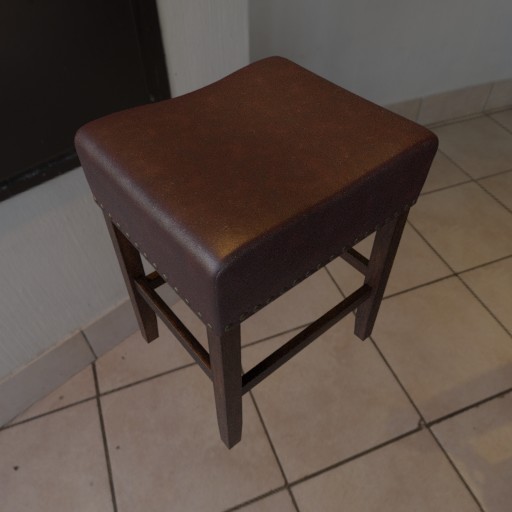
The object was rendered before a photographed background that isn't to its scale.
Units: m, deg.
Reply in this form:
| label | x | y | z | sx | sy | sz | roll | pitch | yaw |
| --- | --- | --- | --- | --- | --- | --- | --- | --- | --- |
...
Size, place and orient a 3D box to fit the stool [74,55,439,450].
| label | x | y | z | sx | sy | sz | roll | pitch | yaw |
| --- | --- | --- | --- | --- | --- | --- | --- | --- | --- |
| stool | 0.000 | 0.000 | 0.929 | 0.465 | 0.608 | 0.397 | -31 | 55 | -26 |
